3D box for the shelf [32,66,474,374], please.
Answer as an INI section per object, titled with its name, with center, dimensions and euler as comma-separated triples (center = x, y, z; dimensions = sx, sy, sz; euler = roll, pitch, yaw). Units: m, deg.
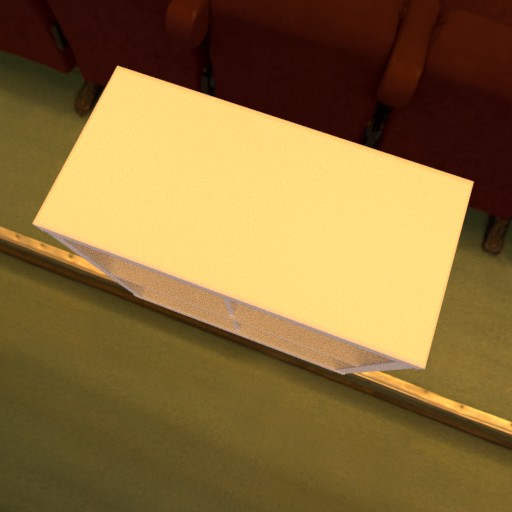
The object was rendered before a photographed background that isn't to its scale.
[shelf]
center = 0.000, 0.000, 1.258
dimensions = 0.790, 0.786, 0.390
euler = 20, 75, 5
